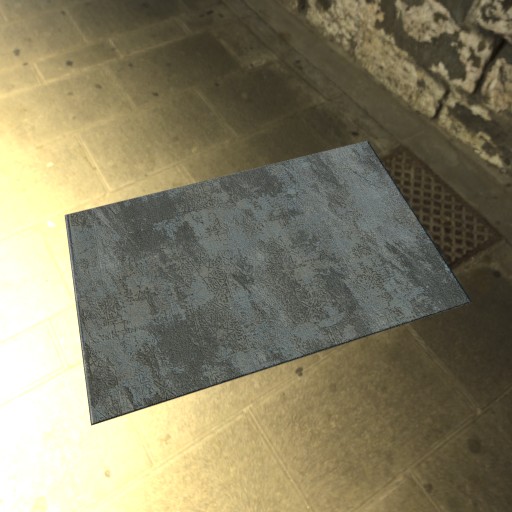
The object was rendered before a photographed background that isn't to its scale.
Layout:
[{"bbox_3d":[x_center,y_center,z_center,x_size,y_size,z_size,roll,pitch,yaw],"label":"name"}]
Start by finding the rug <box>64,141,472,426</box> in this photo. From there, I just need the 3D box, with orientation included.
[{"bbox_3d":[0.000,0.000,3.040,2.431,0.012,1.536,-16,60,-9],"label":"rug"}]
